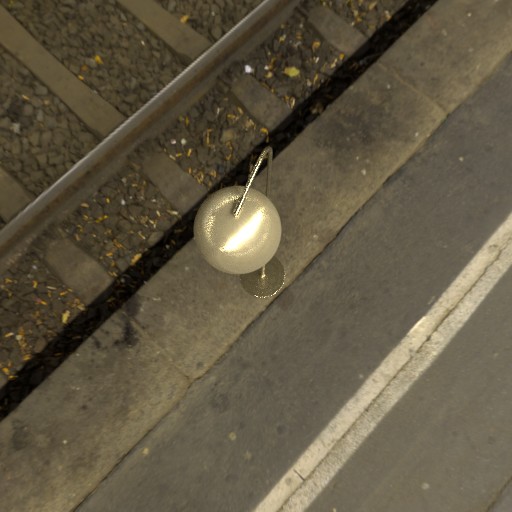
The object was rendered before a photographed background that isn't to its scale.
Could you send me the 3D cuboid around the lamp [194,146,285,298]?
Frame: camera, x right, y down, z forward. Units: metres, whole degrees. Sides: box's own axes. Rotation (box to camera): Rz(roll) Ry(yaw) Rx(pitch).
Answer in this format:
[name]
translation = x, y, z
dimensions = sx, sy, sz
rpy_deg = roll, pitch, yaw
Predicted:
[lamp]
translation = 0.000, 0.000, 1.693
dimensions = 0.250, 1.526, 0.431
rpy_deg = 22, 77, 5
